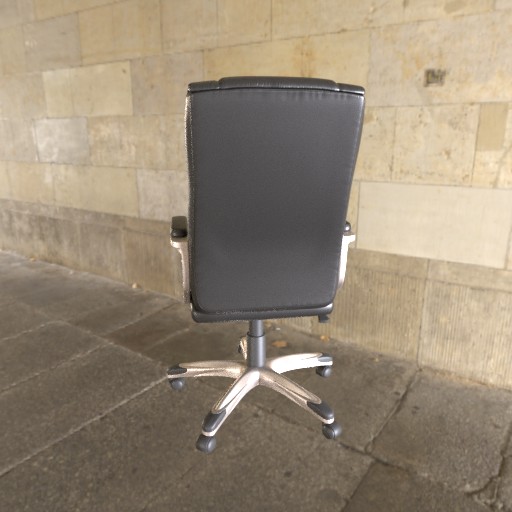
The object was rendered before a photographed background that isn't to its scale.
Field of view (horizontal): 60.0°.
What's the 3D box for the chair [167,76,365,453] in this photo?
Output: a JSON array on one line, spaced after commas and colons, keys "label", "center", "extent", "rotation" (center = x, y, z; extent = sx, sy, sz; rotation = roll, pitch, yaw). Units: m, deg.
[{"label": "chair", "center": [0.000, 0.000, 1.627], "extent": [0.700, 1.145, 0.780], "rotation": [-2, 15, -9]}]
